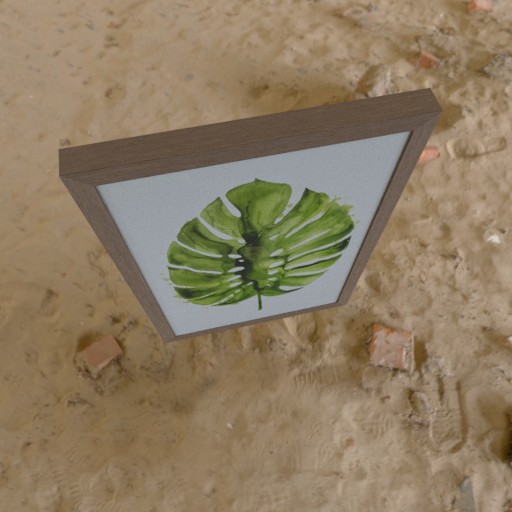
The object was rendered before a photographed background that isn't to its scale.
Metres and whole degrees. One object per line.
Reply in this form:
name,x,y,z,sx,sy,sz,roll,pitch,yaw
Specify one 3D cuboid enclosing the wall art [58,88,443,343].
wall art,0.000,0.000,0.636,0.358,0.510,0.032,-11,63,-6
